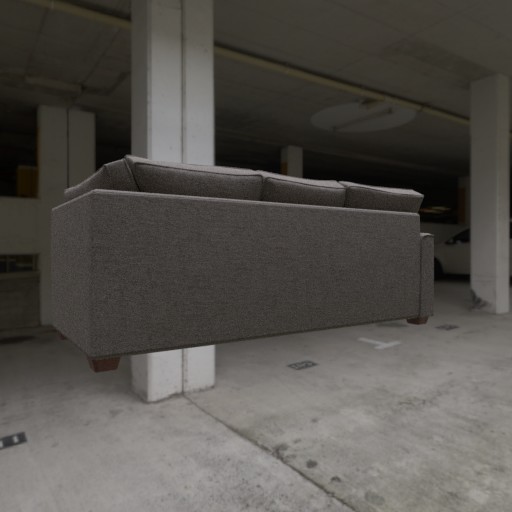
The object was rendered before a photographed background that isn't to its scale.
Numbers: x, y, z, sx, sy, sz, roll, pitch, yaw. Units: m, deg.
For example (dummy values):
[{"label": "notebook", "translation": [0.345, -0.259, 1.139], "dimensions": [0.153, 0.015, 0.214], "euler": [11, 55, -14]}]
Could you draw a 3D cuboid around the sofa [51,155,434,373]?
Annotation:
[{"label": "sofa", "translation": [0.000, 0.000, 2.885], "dimensions": [2.317, 0.962, 1.061], "euler": [0, 1, -34]}]
